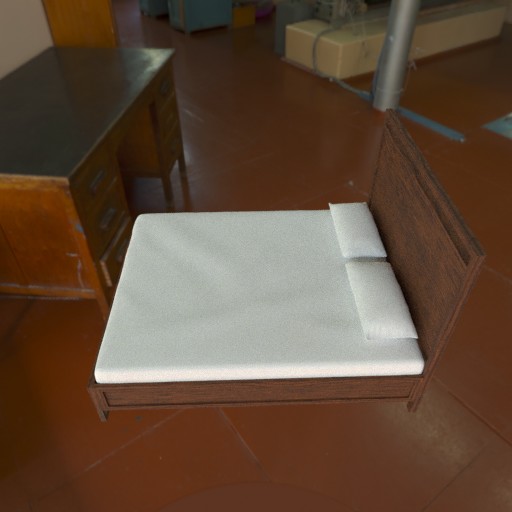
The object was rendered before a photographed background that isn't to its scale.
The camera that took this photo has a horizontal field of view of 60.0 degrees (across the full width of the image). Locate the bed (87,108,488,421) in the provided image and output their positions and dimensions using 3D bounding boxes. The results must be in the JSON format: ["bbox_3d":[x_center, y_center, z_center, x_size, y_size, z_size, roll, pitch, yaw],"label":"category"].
[{"bbox_3d":[0.000,0.000,3.298,2.218,1.487,1.765,-1,41,-1],"label":"bed"}]
